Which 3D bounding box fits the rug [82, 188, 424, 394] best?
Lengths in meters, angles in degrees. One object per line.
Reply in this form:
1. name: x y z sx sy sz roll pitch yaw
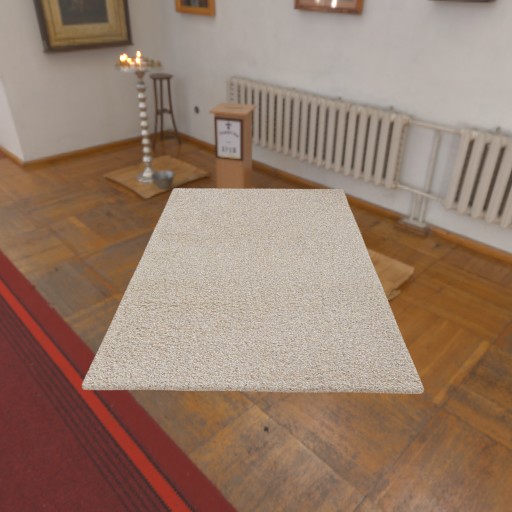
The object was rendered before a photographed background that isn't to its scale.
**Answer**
1. rug: 0.000 0.000 3.466 1.778 0.030 2.743 0 31 1
